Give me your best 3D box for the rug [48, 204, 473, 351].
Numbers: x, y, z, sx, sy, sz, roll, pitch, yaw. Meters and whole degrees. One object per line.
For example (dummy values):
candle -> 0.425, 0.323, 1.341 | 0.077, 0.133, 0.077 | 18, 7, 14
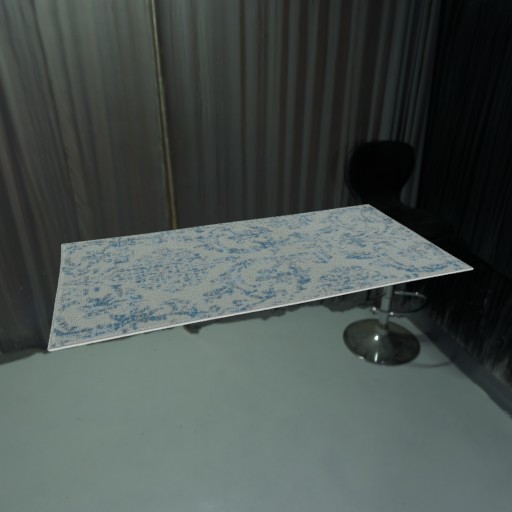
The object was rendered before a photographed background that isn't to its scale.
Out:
rug -> 0.000, 0.000, 1.450 | 1.220, 0.007, 0.605 | -9, 28, -17
